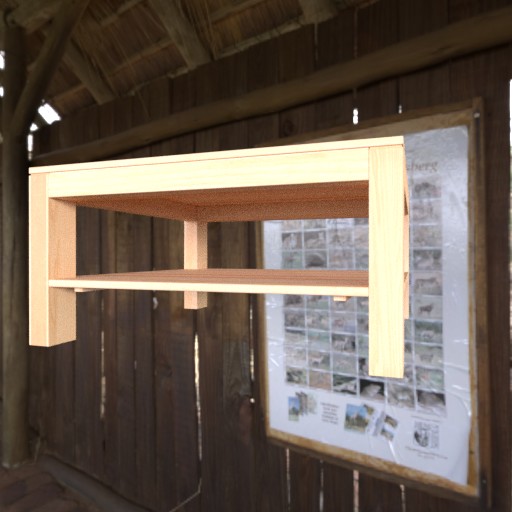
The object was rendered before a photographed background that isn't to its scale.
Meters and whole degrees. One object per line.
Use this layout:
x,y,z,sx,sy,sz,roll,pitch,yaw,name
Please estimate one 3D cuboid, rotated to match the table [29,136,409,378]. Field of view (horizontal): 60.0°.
0.000,0.000,1.395,0.900,0.450,0.900,0,0,20,table
